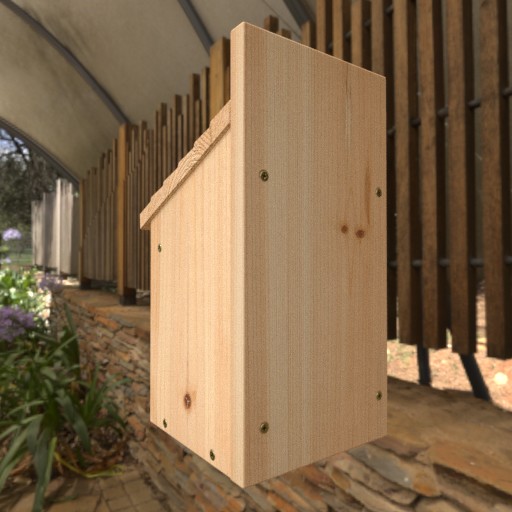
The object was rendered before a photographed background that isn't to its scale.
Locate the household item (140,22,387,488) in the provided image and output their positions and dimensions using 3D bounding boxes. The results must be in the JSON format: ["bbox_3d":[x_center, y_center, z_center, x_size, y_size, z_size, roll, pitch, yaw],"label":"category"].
[{"bbox_3d":[0.000,0.000,0.395,0.149,0.300,0.171,1,-1,-37],"label":"household item"}]
